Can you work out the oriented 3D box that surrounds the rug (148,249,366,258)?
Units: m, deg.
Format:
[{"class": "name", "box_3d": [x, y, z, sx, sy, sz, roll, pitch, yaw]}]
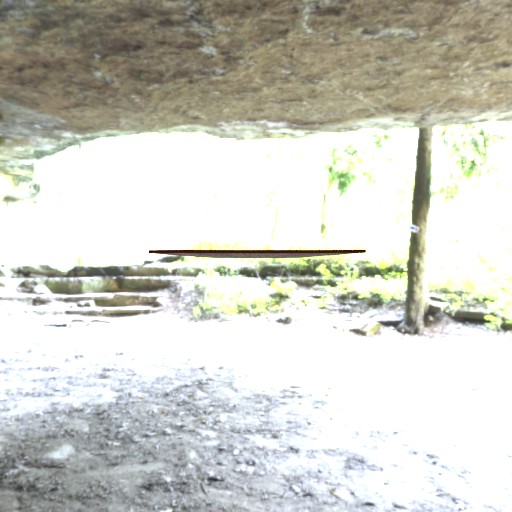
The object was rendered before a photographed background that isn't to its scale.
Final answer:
[{"class": "rug", "box_3d": [0.000, 0.000, 2.477, 0.659, 0.015, 2.292, 0, -1, 0]}]
